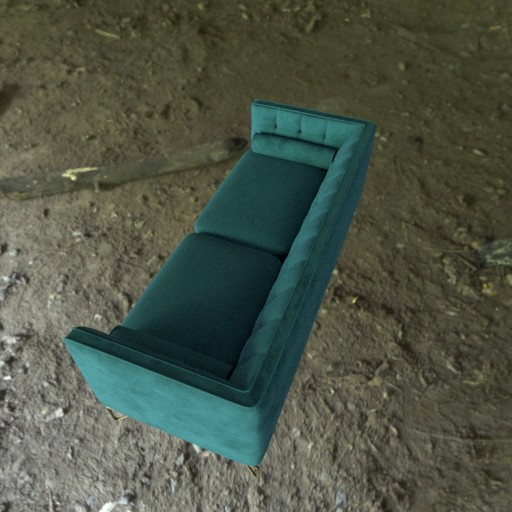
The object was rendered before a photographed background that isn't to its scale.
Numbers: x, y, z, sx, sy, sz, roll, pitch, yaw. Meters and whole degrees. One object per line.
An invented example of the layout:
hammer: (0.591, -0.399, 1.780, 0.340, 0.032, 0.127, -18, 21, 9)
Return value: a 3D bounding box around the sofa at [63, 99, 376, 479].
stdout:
sofa: (0.000, 0.000, 2.564, 0.867, 0.789, 2.087, 16, 50, 15)
